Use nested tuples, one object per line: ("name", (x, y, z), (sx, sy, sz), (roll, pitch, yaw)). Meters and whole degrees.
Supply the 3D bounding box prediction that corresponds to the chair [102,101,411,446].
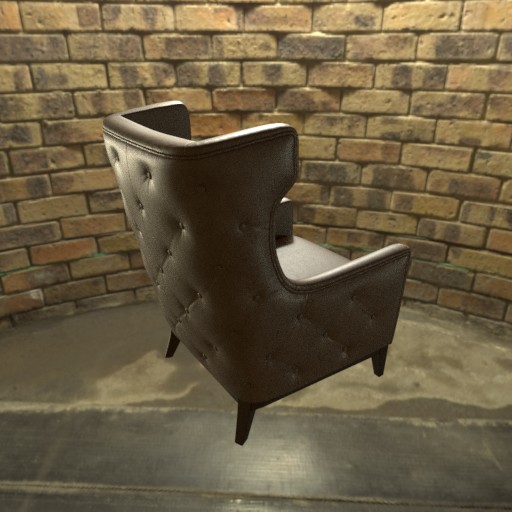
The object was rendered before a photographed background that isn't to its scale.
("chair", (0.000, 0.000, 1.682), (0.899, 1.079, 0.769), (-17, 30, -31))
